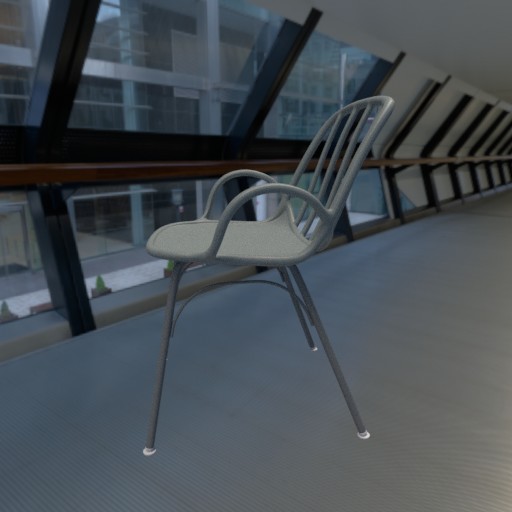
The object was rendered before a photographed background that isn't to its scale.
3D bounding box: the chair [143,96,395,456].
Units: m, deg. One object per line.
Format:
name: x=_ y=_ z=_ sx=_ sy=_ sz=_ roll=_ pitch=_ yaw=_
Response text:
chair: x=0.000 y=0.000 z=1.201 sx=0.597 sy=0.816 sz=0.549 roll=-2 pitch=14 yaw=-8
